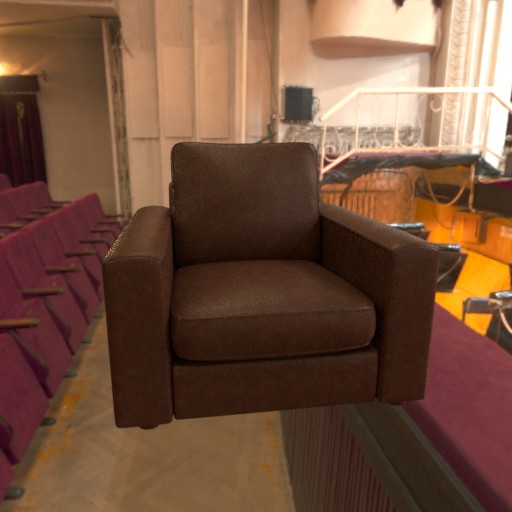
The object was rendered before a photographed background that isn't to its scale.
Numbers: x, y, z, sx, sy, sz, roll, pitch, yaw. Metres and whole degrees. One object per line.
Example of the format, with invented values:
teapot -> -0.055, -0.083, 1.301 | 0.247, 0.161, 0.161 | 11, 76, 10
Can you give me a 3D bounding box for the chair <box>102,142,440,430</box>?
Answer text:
chair -> 0.000, 0.000, 1.744 | 1.005, 0.873, 1.016 | -2, 14, -9
